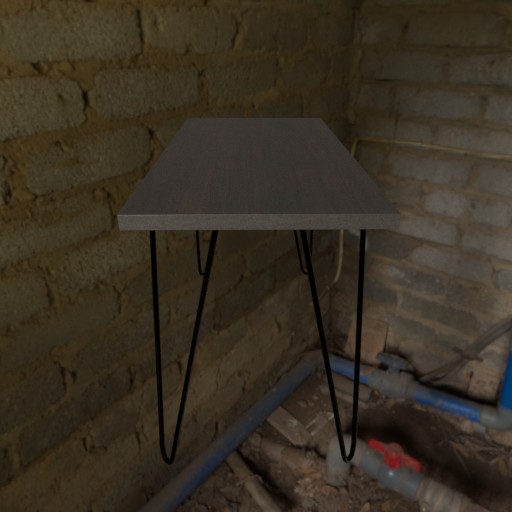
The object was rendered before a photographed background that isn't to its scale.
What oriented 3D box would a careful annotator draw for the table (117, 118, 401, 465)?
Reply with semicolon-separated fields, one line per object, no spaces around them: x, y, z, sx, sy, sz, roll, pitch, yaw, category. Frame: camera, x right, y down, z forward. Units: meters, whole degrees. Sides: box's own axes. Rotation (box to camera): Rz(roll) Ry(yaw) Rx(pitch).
0.000;0.000;1.369;0.499;0.660;0.991;0;27;-1;table
